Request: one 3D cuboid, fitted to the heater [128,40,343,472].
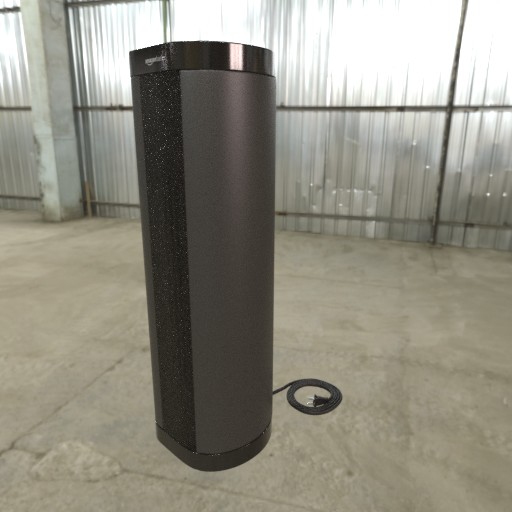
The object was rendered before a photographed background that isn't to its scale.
[{"bbox_3d":[0.000,0.000,0.671,0.312,0.552,0.174,-15,22,-42],"label":"heater"}]
